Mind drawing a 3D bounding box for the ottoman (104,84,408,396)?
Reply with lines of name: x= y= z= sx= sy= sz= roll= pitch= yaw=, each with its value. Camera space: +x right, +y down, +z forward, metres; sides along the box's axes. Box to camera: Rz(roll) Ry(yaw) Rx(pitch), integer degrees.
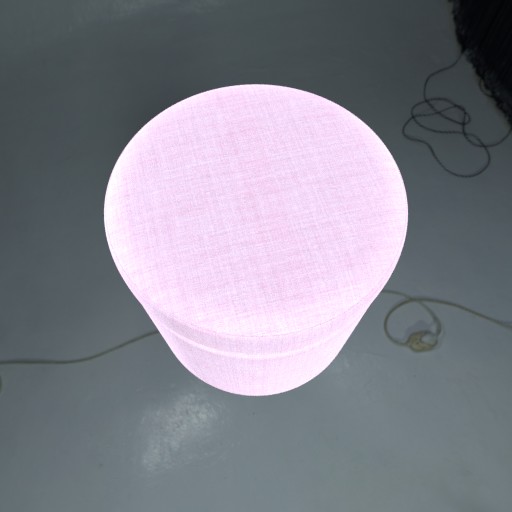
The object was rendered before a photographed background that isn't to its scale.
ottoman: x=0.000 y=0.000 z=0.746 sx=0.400 sy=0.406 sz=0.400 roll=0 pitch=63 yaw=0
